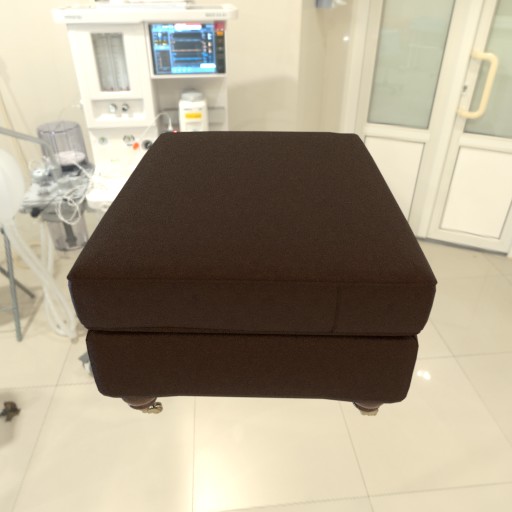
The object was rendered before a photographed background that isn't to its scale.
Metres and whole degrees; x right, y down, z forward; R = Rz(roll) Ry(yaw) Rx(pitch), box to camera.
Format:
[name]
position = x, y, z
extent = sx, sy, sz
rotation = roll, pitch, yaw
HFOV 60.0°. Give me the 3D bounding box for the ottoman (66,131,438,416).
[ottoman]
position = 0.000, 0.000, 1.774
extent = 0.967, 0.730, 1.187
rotation = 1, 33, 1
